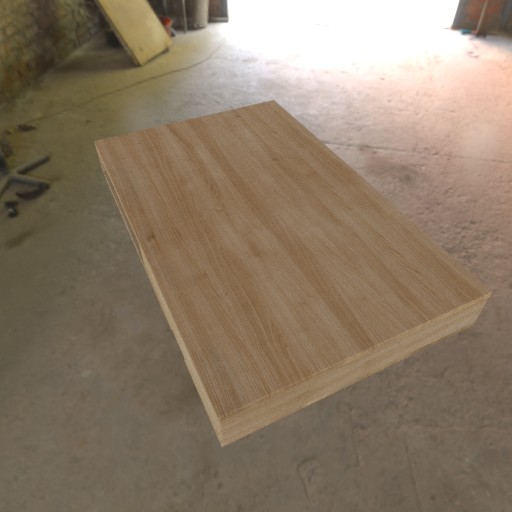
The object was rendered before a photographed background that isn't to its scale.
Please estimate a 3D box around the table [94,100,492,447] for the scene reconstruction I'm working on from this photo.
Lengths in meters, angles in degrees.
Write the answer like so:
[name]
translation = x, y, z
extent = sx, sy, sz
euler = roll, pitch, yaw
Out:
[table]
translation = 0.000, 0.000, 1.438
extent = 0.700, 0.440, 1.100
euler = -19, 48, -18
